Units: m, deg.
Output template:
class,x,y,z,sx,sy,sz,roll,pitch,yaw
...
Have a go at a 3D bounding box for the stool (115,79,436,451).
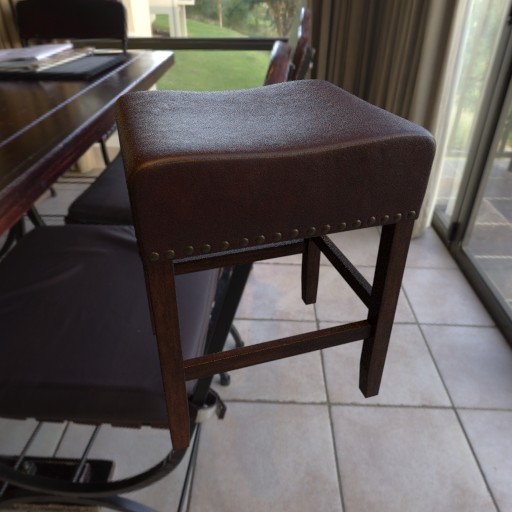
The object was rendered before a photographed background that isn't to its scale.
class,x,y,z,sx,sy,sz,roll,pitch,yaw
stool,0.000,0.000,0.922,0.465,0.608,0.397,-10,34,-15
